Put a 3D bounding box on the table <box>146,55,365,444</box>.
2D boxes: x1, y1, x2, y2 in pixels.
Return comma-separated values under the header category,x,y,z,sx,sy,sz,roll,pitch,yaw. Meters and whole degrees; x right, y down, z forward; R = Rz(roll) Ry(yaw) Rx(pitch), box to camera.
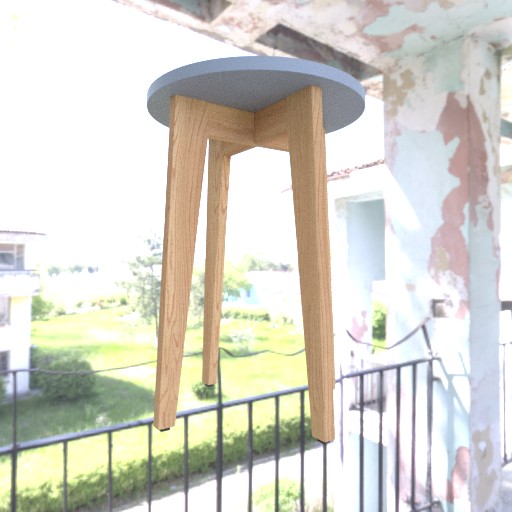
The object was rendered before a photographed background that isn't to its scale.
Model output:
category,x,y,z,sx,sy,sz,roll,pitch,yaw
table,0.000,0.000,0.728,0.350,0.500,0.350,0,0,0
